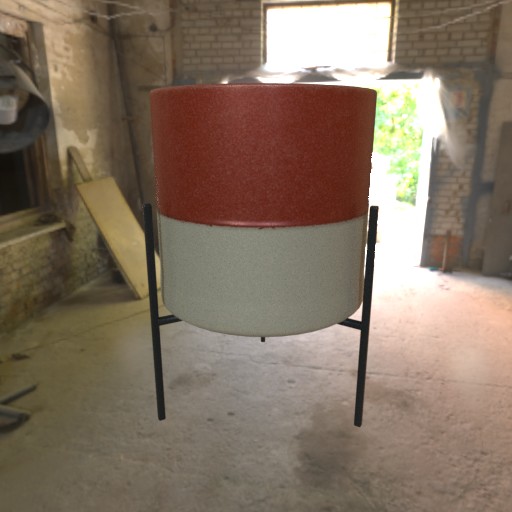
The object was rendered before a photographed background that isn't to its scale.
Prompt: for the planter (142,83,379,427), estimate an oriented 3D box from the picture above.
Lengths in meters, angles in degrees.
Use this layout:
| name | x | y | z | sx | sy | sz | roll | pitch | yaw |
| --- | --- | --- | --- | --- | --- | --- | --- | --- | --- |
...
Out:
| name | x | y | z | sx | sy | sz | roll | pitch | yaw |
| --- | --- | --- | --- | --- | --- | --- | --- | --- | --- |
| planter | 0.000 | 0.000 | 0.510 | 0.251 | 0.354 | 0.235 | -8 | 18 | -26 |
